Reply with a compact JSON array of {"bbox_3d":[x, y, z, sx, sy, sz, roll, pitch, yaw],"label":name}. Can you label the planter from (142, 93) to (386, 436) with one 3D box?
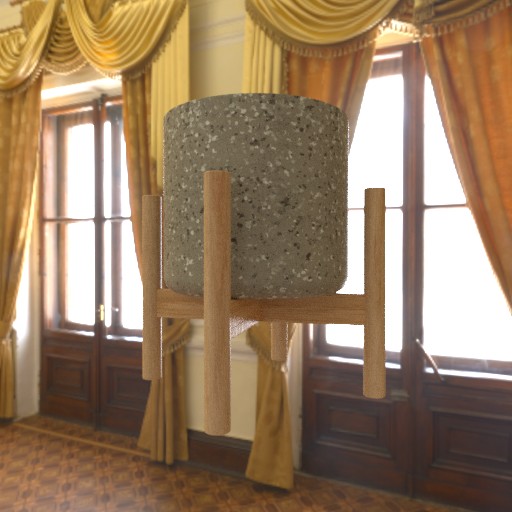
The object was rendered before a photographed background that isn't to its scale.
[{"bbox_3d":[0.000,0.000,0.544,0.284,0.320,0.284,0,1,37],"label":"planter"}]
